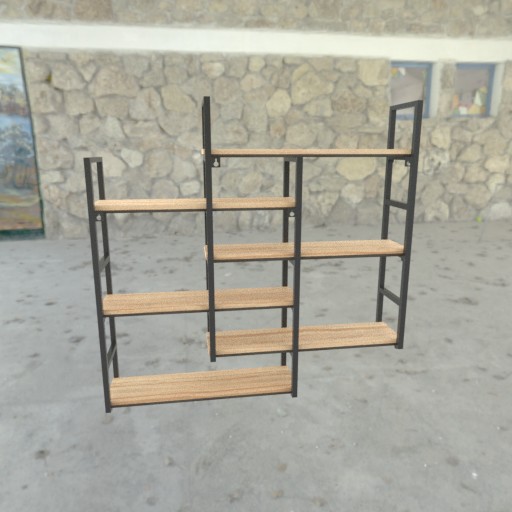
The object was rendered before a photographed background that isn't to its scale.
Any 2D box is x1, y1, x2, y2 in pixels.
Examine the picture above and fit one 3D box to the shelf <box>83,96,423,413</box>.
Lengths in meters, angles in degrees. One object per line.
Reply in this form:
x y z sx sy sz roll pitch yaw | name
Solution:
0.000 0.000 1.387 0.946 0.921 0.183 -2 13 -8 | shelf
